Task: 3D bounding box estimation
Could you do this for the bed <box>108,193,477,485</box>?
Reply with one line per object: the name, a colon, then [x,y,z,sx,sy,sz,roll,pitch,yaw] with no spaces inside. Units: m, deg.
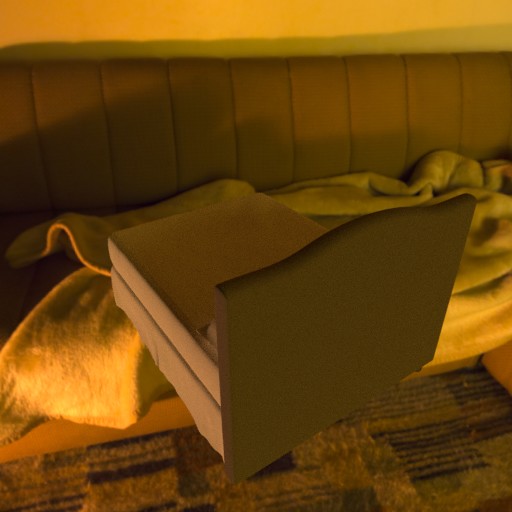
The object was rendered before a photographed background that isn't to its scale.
bed: [0.000,0.000,3.107,1.666,1.387,2.036,-19,36,-29]
